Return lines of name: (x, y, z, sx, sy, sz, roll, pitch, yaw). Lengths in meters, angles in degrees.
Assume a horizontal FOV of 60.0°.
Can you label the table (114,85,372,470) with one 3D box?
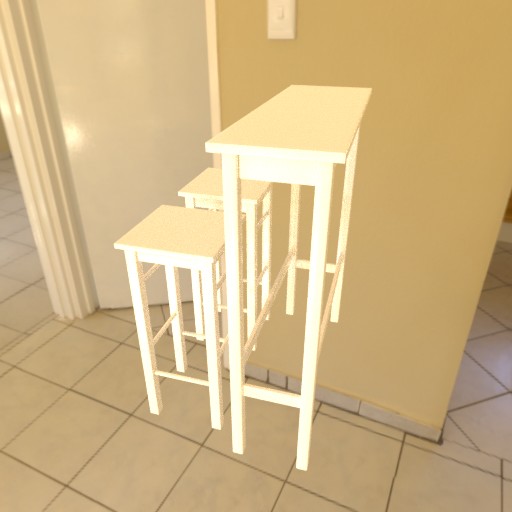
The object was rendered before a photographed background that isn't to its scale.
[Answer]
table: (0.000, 0.000, 1.628, 0.650, 1.065, 0.915, 8, 30, 14)
